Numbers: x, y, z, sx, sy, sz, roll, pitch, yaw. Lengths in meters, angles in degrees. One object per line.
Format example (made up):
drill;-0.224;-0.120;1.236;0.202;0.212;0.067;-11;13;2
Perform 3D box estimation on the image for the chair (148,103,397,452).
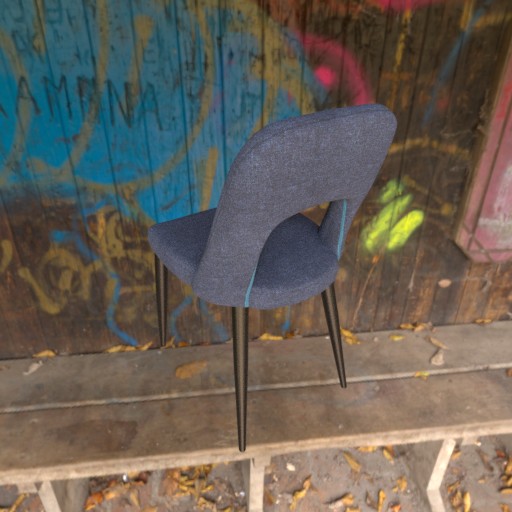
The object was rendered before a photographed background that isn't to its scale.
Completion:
chair;0.000;0.000;1.288;0.470;0.931;0.612;-20;36;-29
